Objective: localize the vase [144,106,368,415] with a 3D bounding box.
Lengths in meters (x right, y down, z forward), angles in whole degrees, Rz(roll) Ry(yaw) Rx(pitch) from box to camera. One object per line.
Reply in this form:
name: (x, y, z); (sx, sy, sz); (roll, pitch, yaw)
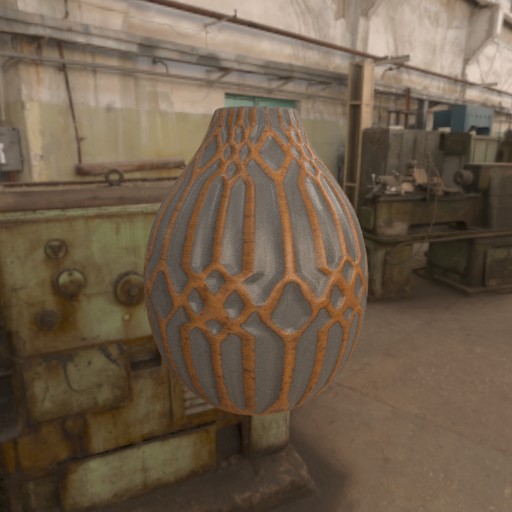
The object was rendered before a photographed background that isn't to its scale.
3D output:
vase: (0.000, 0.000, 0.139); (0.069, 0.088, 0.069); (0, 14, 0)
